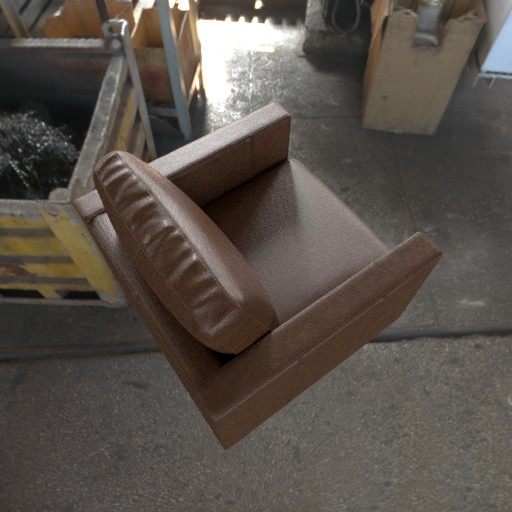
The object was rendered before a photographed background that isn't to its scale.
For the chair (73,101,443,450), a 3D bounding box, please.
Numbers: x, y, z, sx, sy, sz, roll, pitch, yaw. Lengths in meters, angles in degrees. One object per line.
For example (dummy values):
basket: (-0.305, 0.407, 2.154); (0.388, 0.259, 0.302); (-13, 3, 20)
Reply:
chair: (0.000, 0.000, 1.636); (0.909, 0.956, 0.890); (-32, 64, -18)
